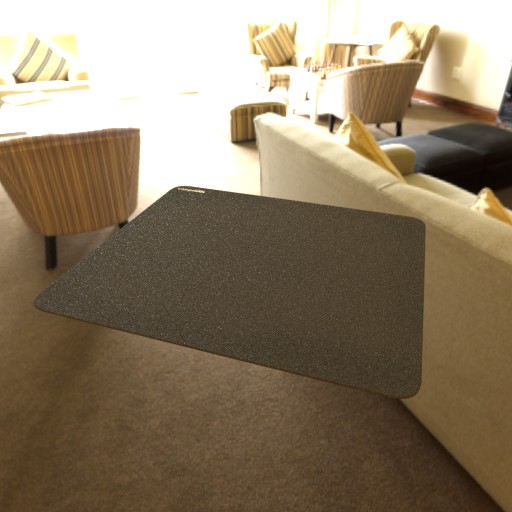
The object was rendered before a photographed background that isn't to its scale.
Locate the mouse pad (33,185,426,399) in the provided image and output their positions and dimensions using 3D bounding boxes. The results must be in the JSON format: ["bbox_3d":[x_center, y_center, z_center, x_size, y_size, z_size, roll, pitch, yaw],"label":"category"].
[{"bbox_3d":[0.000,0.000,0.625,0.451,0.002,0.393,10,33,16],"label":"mouse pad"}]
